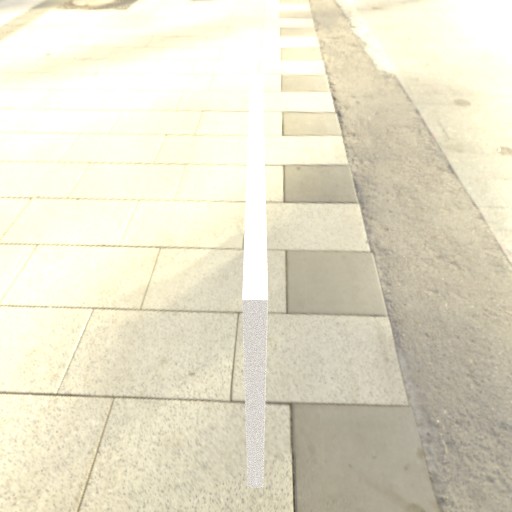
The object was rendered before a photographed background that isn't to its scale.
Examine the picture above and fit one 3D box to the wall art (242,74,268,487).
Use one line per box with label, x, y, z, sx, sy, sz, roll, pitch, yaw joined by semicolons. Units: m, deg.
wall art;0.000;0.000;1.671;0.051;0.902;1.308;0;41;0
